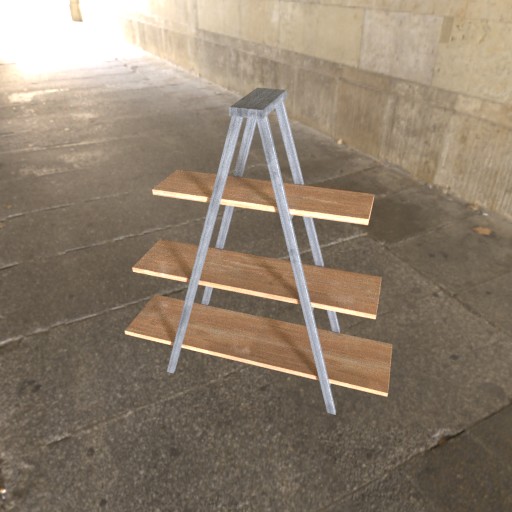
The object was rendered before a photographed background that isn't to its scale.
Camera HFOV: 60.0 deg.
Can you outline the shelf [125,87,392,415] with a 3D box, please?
[{"bbox_3d":[0.000,0.000,2.618,1.746,1.808,0.508,10,34,15],"label":"shelf"}]
